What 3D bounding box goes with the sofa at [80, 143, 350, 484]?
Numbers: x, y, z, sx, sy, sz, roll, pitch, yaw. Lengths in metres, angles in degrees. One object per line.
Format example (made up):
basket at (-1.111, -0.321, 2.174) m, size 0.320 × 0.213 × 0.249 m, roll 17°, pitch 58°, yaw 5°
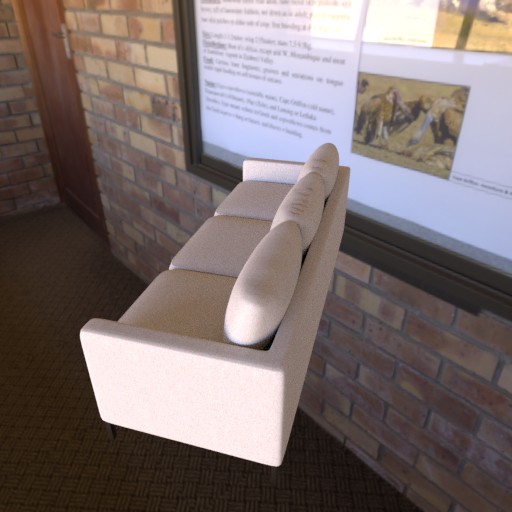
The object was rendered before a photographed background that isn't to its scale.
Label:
sofa at (0.000, 0.000, 2.655) m, size 0.859 × 0.874 × 2.218 m, roll 8°, pitch 32°, yaw 14°
